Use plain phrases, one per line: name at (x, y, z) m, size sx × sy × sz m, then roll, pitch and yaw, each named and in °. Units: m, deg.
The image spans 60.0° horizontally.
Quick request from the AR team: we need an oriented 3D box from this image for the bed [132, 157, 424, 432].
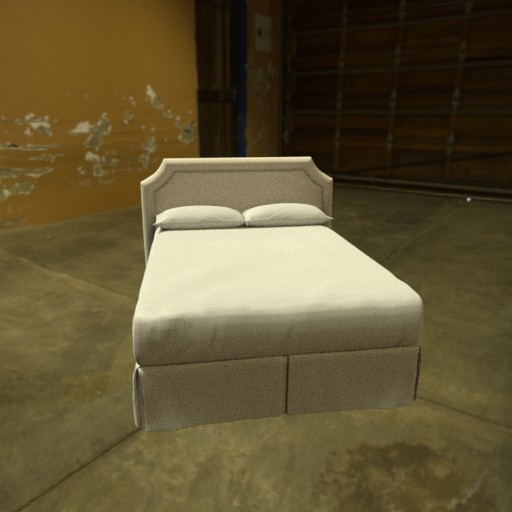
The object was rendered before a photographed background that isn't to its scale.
bed at (0.000, 0.000, 3.330) m, size 1.828 × 1.297 × 2.164 m, roll -3°, pitch 17°, yaw -8°
